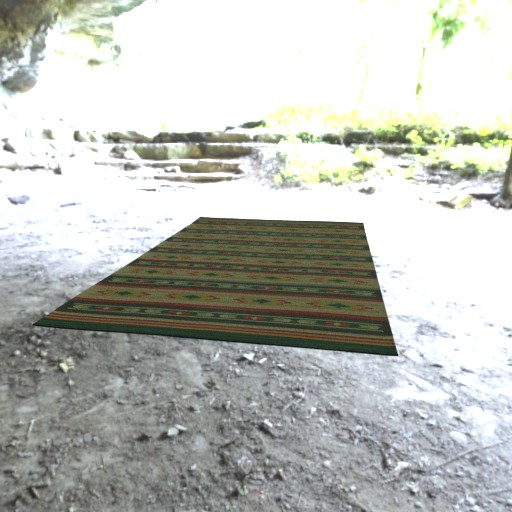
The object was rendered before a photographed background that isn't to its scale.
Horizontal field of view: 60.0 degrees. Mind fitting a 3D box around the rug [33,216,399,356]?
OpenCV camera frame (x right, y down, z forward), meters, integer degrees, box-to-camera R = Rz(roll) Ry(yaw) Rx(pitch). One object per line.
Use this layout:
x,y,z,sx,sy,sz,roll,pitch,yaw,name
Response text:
0.000,0.000,2.938,1.520,0.011,2.447,3,16,10,rug
